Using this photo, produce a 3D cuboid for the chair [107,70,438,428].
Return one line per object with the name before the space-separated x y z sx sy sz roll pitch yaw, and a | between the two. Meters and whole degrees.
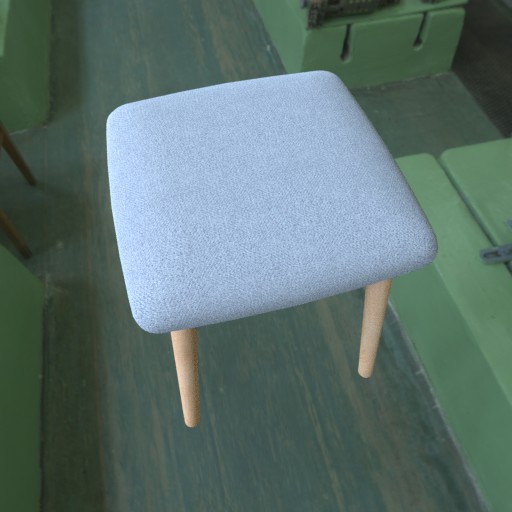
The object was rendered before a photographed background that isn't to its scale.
chair | 0.000 0.000 0.691 0.350 0.440 0.350 -13 58 -8
